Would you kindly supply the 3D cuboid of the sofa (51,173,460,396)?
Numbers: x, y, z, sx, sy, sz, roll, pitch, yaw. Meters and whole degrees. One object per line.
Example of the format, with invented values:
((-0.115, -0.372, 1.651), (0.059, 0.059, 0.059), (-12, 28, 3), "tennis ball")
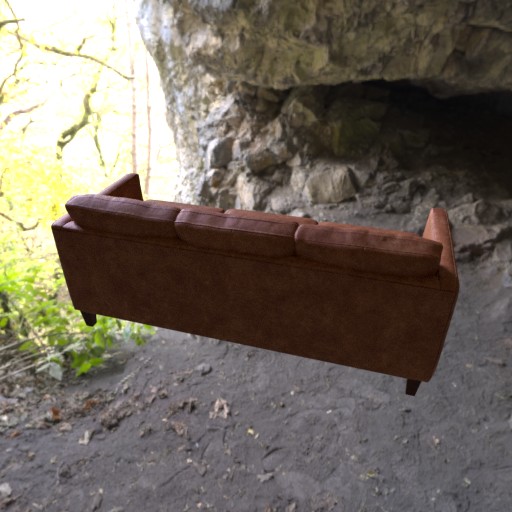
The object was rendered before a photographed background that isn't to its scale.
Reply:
((0.000, 0.000, 3.102), (2.464, 1.006, 1.045), (9, 32, 14), "sofa")
